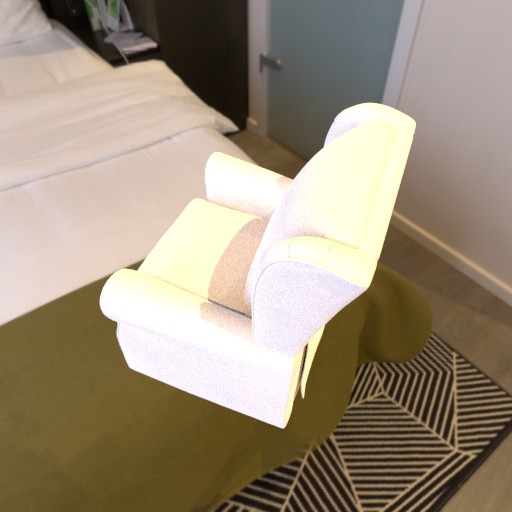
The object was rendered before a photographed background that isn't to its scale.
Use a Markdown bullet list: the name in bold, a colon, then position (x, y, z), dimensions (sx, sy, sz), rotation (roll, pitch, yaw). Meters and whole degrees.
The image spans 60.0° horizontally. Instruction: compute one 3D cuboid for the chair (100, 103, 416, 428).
- **chair**: position (0.000, 0.000, 1.658), dimensions (0.854, 0.967, 0.906), rotation (16, 48, 15)
